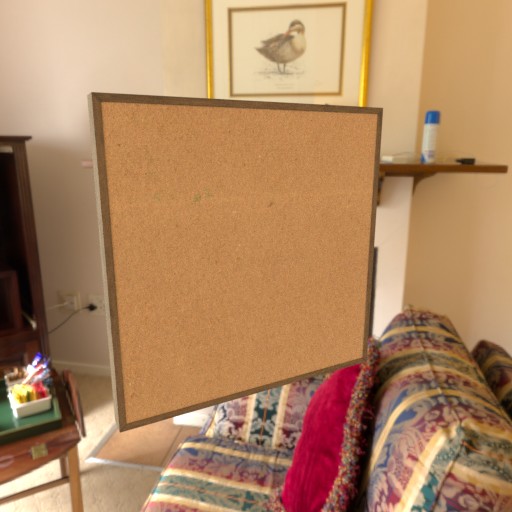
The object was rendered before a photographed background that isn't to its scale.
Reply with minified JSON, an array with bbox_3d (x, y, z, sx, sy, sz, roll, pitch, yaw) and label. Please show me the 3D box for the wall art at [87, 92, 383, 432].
[{"bbox_3d":[0.000,0.000,0.772,0.508,0.508,0.038,-7,16,-27],"label":"wall art"}]
